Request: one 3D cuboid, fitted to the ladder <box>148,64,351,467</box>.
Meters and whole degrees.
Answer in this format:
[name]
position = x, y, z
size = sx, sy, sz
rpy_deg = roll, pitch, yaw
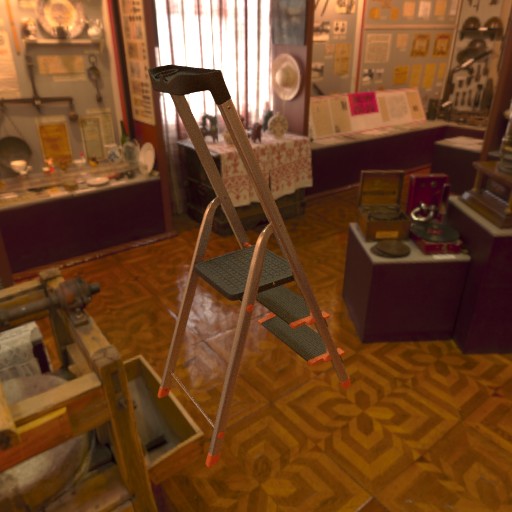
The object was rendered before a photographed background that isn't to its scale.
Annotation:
[ladder]
position = 0.000, 0.000, 1.545
size = 0.686, 1.229, 0.416
rpy_deg = -18, 31, -31
